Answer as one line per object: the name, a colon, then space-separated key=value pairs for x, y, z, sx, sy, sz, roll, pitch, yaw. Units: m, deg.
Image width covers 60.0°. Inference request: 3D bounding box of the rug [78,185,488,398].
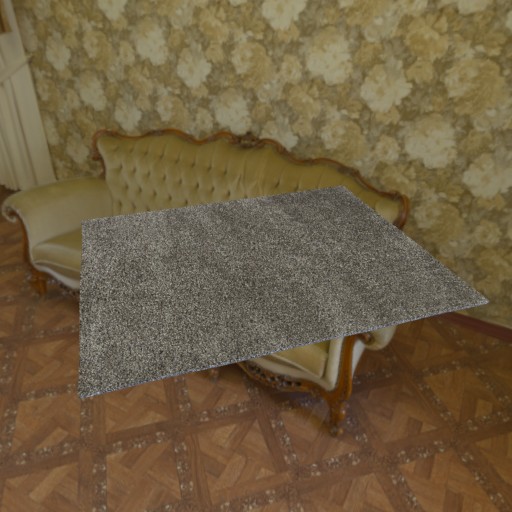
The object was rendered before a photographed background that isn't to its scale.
rug: x=0.000 y=0.000 z=3.989 sx=3.000 sy=0.025 sz=2.401 roll=-10 pitch=33 yaw=-15
